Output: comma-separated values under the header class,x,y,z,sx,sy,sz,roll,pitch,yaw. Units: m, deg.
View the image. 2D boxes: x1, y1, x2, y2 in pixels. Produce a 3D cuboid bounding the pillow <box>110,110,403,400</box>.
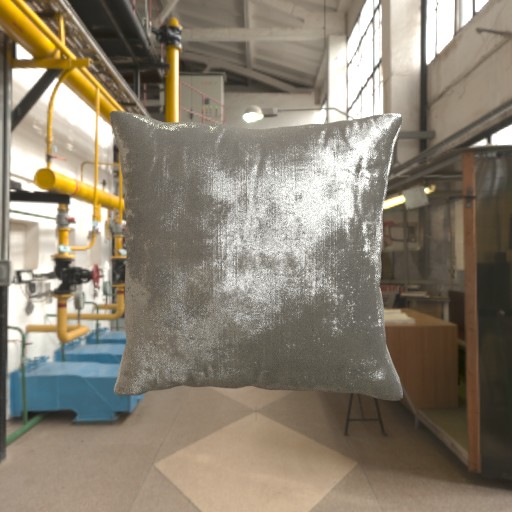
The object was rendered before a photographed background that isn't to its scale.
class,x,y,z,sx,sy,sz,roll,pitch,yaw
pillow,0.000,0.000,0.715,0.470,0.464,0.175,0,0,1
